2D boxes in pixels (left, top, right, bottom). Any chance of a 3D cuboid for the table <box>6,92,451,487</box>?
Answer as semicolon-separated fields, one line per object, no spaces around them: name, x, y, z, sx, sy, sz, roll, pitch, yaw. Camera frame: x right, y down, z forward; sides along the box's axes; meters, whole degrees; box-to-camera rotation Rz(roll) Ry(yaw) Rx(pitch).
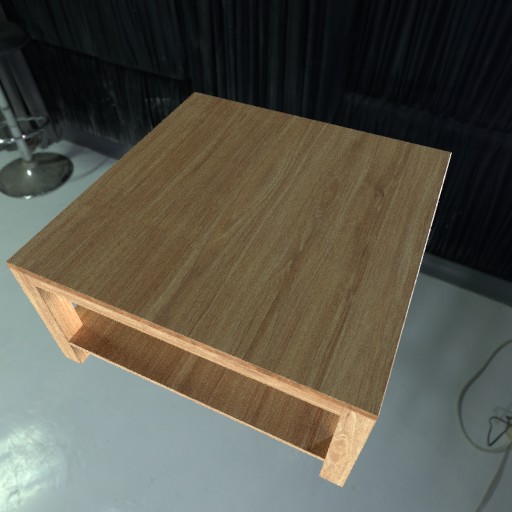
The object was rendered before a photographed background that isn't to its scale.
table;0.000;0.000;1.370;0.900;0.450;0.900;19;51;16
